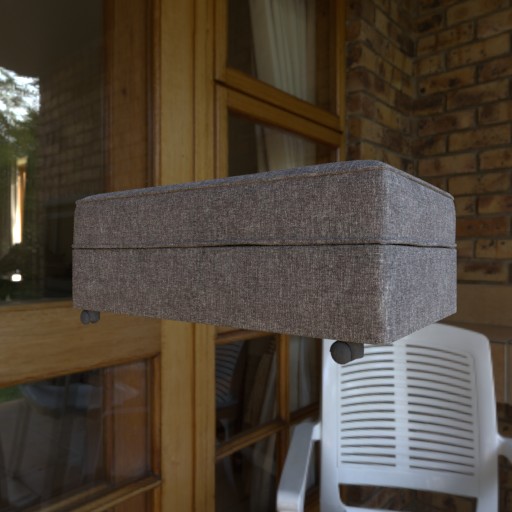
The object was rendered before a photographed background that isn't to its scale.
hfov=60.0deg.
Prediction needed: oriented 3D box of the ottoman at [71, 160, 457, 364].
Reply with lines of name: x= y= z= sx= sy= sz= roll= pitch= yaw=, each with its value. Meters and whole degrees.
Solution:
ottoman: x=0.000 y=0.000 z=1.543 sx=1.184 sy=0.487 sz=0.717 roll=0 pitch=0 yaw=36
